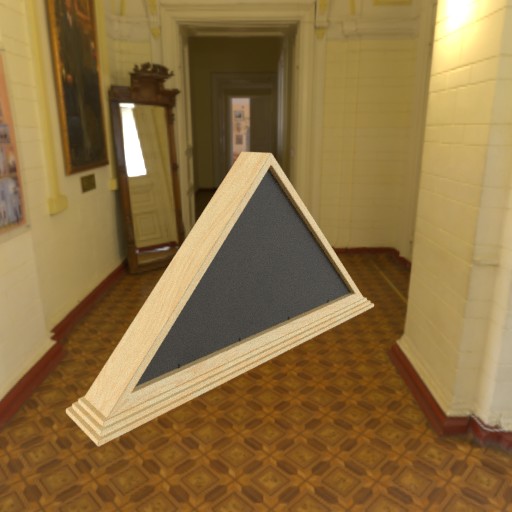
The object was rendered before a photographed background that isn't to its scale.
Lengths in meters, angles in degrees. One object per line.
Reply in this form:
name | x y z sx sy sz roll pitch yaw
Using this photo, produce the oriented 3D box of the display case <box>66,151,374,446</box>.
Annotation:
display case | 0.000 0.000 0.747 0.640 0.340 0.095 -15 22 -43
